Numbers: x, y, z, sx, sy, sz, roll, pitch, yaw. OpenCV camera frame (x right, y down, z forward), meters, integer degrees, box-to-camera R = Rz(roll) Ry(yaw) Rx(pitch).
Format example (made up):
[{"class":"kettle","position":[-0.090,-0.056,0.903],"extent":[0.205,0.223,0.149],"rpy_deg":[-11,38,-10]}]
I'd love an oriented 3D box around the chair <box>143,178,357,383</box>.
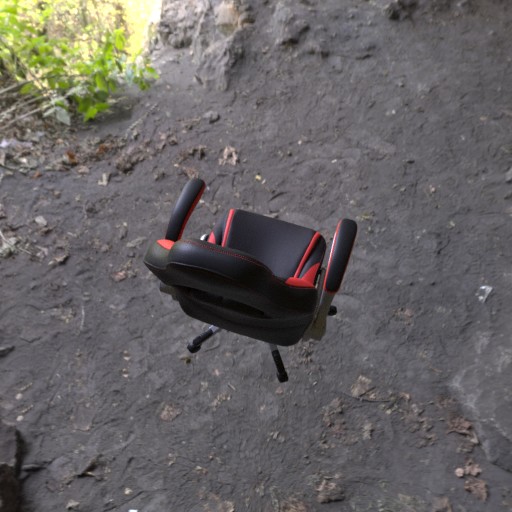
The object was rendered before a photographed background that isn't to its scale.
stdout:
[{"class":"chair","position":[0.000,0.000,1.646],"extent":[0.758,1.165,0.712],"rpy_deg":[16,64,8]}]
